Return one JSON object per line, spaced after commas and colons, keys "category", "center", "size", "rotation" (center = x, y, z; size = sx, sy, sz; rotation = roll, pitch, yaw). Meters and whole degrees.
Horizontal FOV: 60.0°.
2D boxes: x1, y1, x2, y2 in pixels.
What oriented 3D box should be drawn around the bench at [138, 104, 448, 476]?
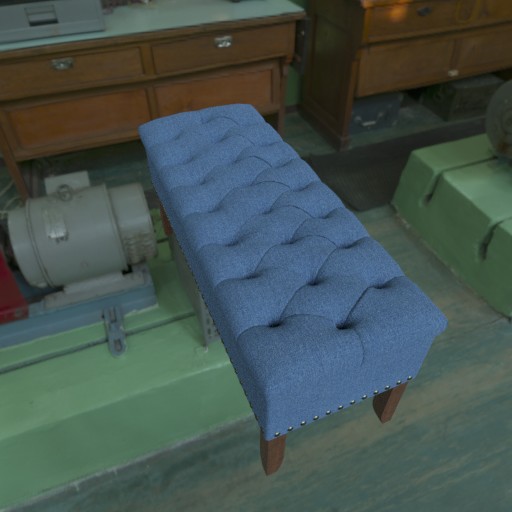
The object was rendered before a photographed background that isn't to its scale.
{"category": "bench", "center": [0.000, 0.000, 1.327], "size": [0.417, 0.492, 1.052], "rotation": [-17, 47, -16]}
